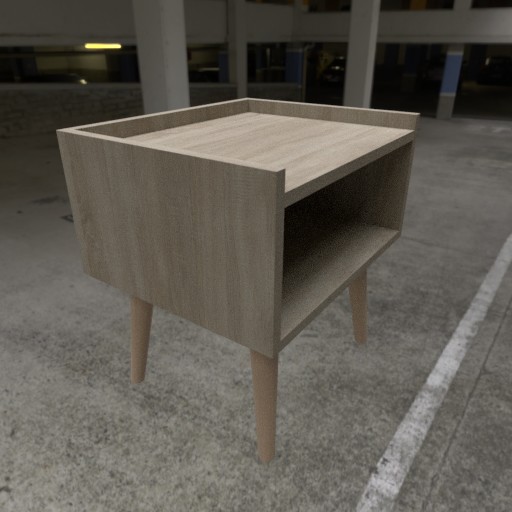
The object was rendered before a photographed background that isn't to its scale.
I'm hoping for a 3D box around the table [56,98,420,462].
[{"bbox_3d":[0.000,0.000,0.795,0.370,0.470,0.450,18,31,31],"label":"table"}]
